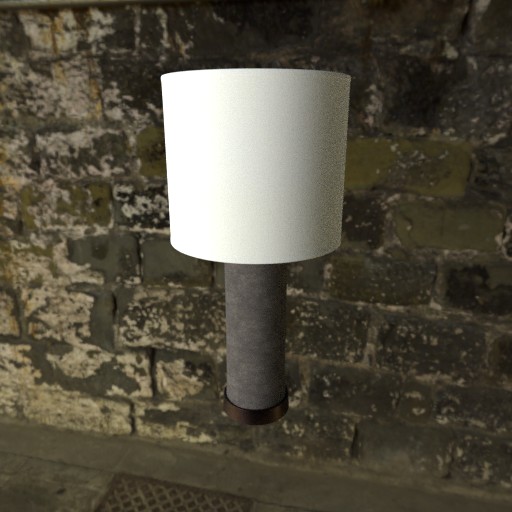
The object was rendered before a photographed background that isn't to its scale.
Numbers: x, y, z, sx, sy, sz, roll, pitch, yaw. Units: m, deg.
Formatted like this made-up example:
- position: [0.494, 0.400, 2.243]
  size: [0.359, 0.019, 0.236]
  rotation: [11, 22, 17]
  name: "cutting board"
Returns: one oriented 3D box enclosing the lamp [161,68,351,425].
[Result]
- position: [0.000, 0.000, 0.806]
  size: [0.301, 0.630, 0.301]
  rotation: [9, 19, 25]
  name: "lamp"
